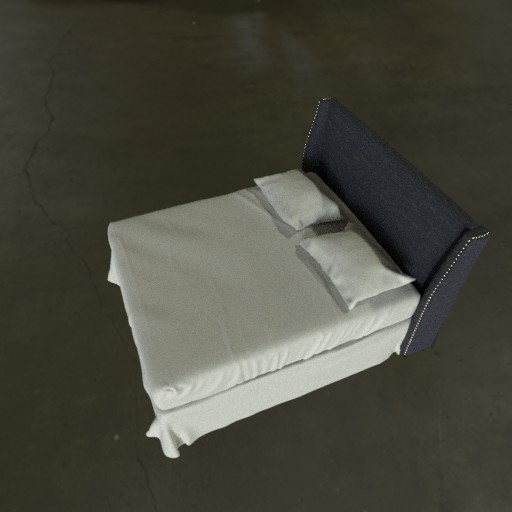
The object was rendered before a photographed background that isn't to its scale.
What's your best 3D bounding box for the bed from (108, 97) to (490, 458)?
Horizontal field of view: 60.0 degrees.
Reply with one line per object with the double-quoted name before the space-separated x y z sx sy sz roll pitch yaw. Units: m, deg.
"bed" 0.000 0.000 3.403 2.276 1.332 1.925 -17 48 -16
